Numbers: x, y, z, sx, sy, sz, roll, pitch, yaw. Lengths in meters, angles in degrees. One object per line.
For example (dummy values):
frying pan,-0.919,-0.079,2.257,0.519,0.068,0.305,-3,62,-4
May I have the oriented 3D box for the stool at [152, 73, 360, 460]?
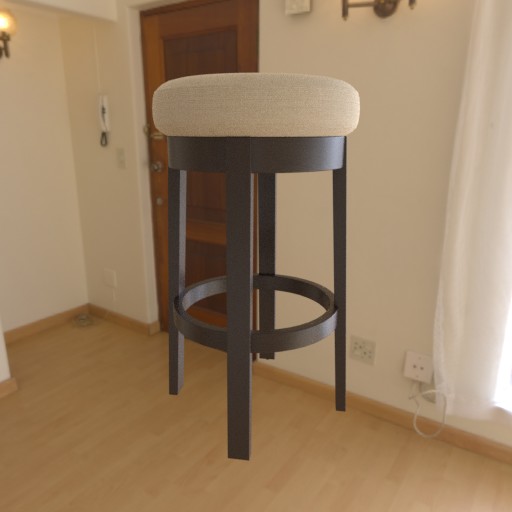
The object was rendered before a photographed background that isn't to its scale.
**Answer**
stool,0.000,0.000,1.023,0.446,0.758,0.446,0,16,0
